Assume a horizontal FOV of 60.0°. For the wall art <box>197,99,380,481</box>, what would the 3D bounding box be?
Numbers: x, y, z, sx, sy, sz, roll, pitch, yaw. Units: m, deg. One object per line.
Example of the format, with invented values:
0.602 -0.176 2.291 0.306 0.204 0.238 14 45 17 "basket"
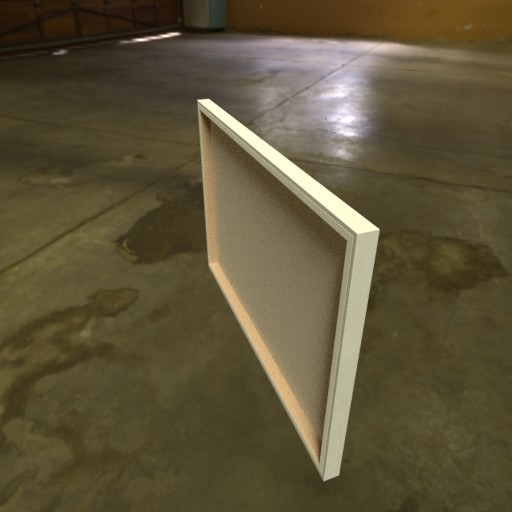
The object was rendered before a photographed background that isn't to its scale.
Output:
0.000 0.000 1.168 0.038 0.610 0.915 -11 33 -18 "wall art"
